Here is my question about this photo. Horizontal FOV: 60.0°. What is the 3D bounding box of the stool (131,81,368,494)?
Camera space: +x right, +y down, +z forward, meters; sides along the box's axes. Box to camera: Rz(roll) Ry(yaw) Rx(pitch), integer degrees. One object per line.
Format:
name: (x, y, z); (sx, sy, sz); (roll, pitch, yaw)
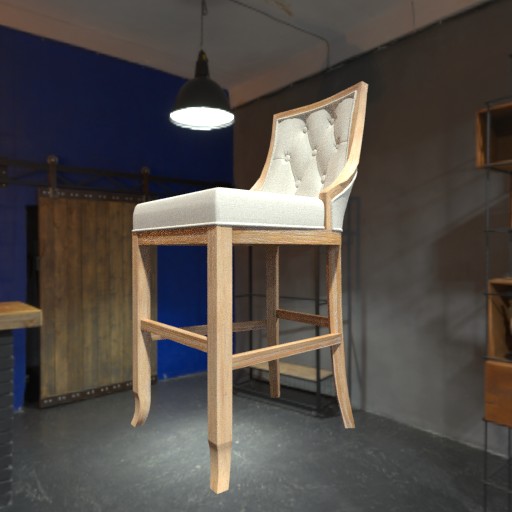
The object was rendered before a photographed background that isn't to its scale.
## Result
stool: (0.000, 0.000, 1.418); (0.626, 1.101, 0.524); (-1, 1, -37)
